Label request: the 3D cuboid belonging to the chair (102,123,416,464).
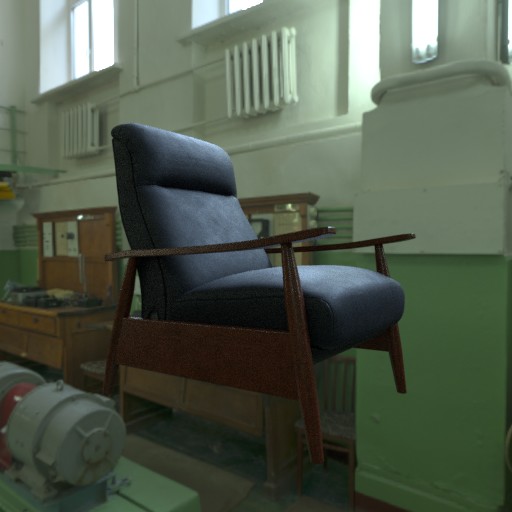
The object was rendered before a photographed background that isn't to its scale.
[{"bbox_3d":[0.000,0.000,1.740,1.014,1.082,0.762,1,1,36],"label":"chair"}]
